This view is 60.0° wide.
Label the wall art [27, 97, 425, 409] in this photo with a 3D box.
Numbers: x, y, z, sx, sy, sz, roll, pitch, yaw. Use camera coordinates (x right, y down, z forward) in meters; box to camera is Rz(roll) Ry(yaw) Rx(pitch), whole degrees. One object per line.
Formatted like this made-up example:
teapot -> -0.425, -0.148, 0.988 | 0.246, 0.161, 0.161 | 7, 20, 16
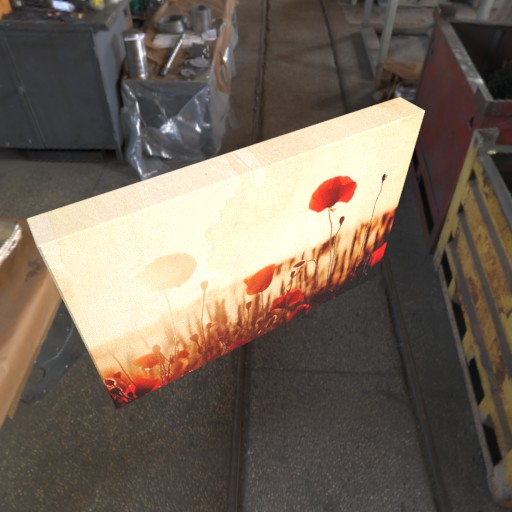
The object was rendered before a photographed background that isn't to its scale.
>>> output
wall art -> 0.000, 0.000, 0.482 | 0.383, 0.251, 0.037 | -23, 50, -21
